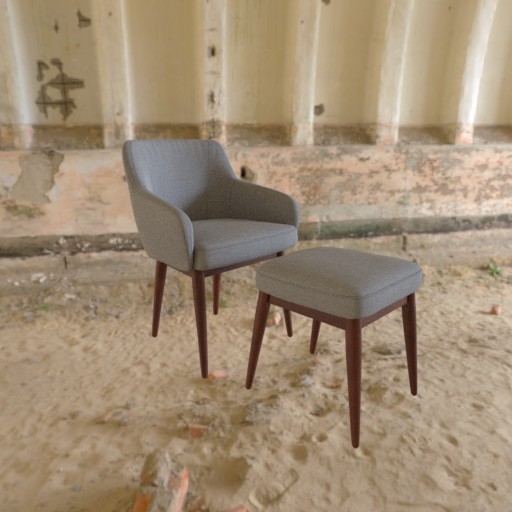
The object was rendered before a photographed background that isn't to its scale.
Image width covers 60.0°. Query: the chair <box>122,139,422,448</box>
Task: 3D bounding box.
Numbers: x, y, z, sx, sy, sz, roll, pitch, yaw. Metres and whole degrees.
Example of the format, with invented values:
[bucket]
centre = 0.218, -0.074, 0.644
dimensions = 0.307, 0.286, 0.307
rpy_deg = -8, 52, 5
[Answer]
[chair]
centre = 0.000, 0.000, 1.577
dimensions = 1.107, 0.799, 0.584
rpy_deg = 14, 21, 42
